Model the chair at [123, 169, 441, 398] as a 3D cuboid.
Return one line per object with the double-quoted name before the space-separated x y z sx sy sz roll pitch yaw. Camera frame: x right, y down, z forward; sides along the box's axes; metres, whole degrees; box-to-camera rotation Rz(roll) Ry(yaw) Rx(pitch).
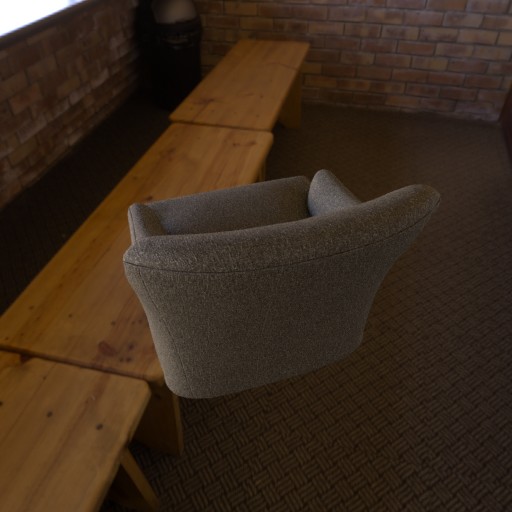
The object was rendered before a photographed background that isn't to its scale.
"chair" 0.000 0.000 1.586 0.864 0.856 0.923 -12 43 -14
